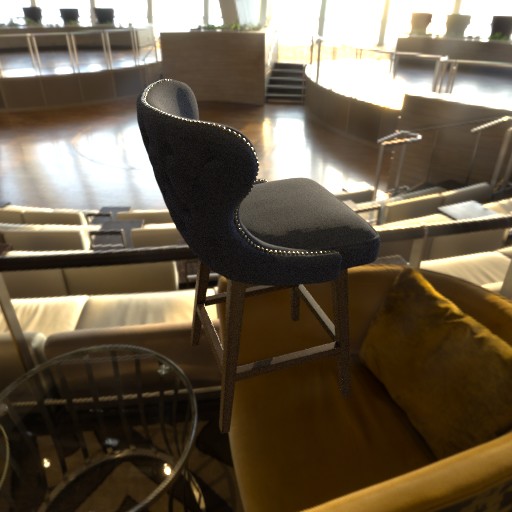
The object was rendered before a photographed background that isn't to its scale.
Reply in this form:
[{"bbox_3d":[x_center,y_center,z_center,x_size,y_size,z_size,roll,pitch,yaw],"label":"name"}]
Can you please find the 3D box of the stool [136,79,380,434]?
[{"bbox_3d":[0.000,0.000,1.370,0.597,0.972,0.615,-11,33,-17],"label":"stool"}]
